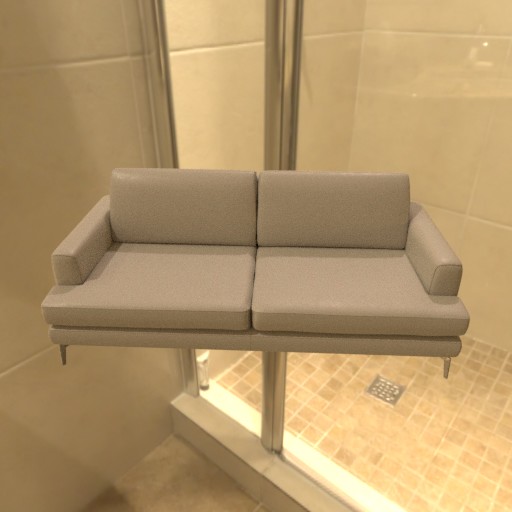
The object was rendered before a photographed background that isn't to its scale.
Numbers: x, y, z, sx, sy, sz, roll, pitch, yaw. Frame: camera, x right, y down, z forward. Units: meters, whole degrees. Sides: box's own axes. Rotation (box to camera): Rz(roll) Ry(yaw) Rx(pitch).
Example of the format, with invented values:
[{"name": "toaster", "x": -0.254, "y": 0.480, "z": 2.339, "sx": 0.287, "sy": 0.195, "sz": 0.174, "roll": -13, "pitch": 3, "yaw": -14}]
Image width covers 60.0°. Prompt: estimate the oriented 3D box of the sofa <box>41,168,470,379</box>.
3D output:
[{"name": "sofa", "x": 0.000, "y": 0.000, "z": 2.371, "sx": 1.940, "sy": 0.765, "sz": 0.974, "roll": 1, "pitch": 30, "yaw": 2}]
